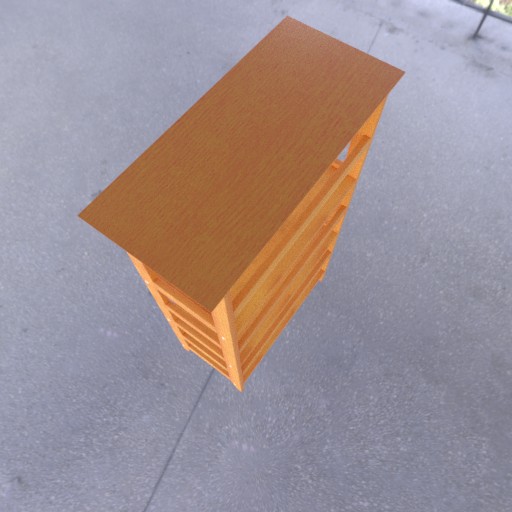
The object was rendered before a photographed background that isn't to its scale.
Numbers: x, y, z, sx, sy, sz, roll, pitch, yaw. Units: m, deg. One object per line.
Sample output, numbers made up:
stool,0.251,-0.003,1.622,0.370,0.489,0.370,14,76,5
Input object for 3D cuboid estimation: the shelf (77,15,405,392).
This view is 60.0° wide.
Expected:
shelf,0.000,0.000,1.344,0.305,1.067,0.660,33,69,15
